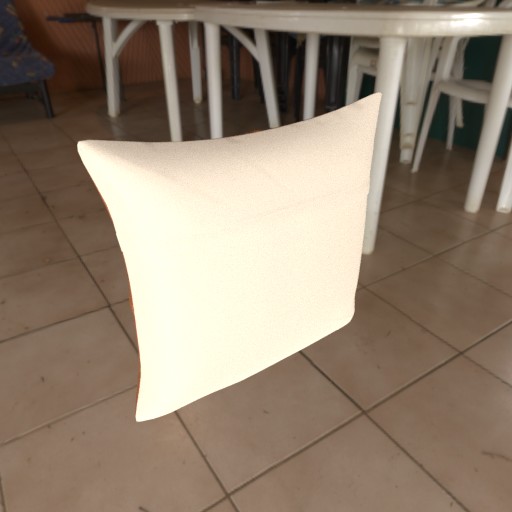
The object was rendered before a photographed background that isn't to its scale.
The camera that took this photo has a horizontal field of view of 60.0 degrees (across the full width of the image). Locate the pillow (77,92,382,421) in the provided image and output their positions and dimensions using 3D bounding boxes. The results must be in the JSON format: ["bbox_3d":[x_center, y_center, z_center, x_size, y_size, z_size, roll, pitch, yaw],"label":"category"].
[{"bbox_3d":[0.000,0.000,0.746,0.501,0.477,0.192,-19,36,-29],"label":"pillow"}]
